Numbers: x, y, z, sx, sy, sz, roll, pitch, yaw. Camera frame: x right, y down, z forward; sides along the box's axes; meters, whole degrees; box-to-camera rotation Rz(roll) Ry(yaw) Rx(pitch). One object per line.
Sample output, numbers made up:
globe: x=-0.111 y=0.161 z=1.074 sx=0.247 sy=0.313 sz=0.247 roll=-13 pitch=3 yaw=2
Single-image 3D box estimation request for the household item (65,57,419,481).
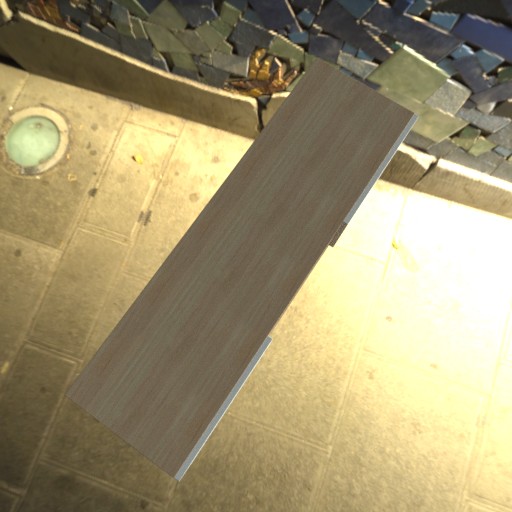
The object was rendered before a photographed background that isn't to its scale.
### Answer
household item: x=0.000 y=0.000 z=1.572 sx=0.420 sy=0.310 sz=1.400 roll=33 pitch=78 yaw=8
